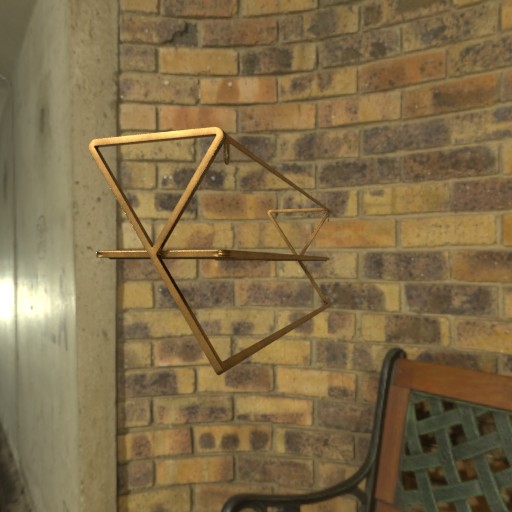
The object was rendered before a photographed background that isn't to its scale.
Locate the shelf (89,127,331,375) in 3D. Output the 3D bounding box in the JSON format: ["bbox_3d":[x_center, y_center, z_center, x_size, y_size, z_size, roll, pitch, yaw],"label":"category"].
[{"bbox_3d":[0.000,0.000,0.735,0.150,0.229,0.645,0,-1,18],"label":"shelf"}]
